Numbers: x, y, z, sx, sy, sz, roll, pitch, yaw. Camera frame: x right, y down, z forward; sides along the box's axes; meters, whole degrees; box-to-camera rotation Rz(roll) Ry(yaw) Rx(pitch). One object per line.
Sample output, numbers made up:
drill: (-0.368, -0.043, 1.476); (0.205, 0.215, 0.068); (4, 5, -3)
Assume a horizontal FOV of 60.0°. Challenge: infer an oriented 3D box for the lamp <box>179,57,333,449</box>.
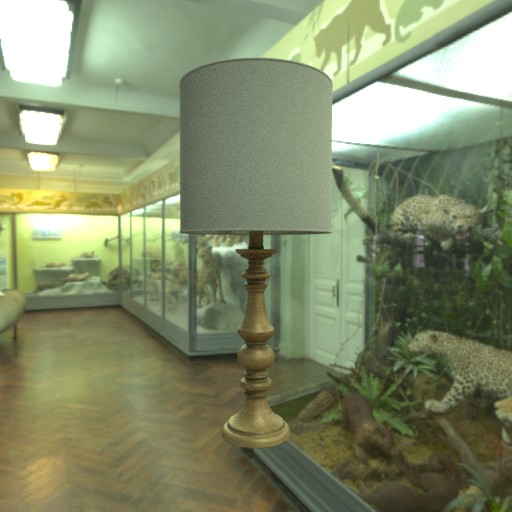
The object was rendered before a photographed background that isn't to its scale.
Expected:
lamp: (0.000, 0.000, 0.741); (0.250, 0.597, 0.250); (1, 2, 34)
